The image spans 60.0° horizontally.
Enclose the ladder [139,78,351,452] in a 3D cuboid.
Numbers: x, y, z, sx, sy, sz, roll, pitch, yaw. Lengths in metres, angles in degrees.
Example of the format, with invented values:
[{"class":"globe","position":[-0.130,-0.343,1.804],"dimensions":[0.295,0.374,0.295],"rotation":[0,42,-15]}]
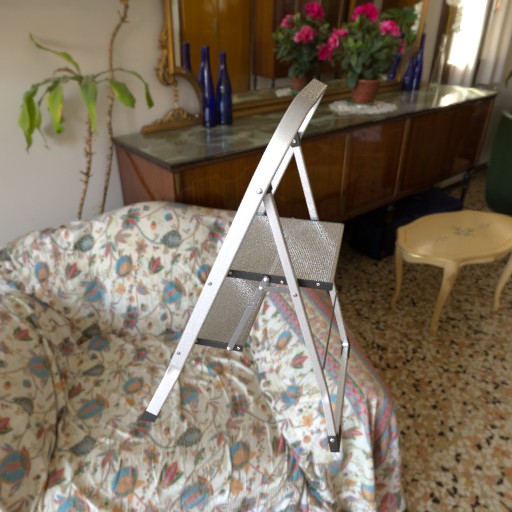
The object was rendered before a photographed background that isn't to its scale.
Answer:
[{"class":"ladder","position":[0.000,0.000,1.128],"dimensions":[0.530,0.830,0.465],"rotation":[7,30,12]}]
